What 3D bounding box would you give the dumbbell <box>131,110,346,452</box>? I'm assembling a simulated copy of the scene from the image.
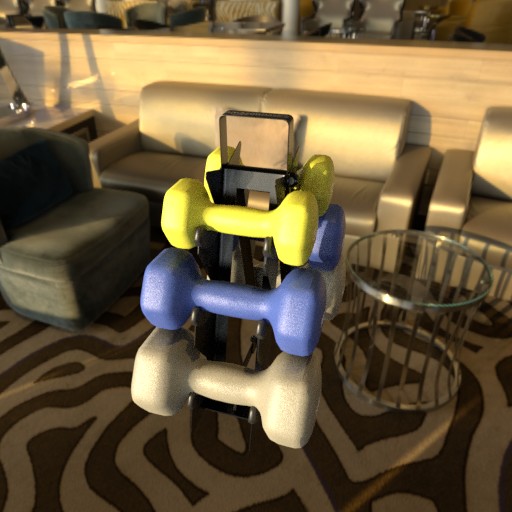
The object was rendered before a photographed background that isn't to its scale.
[{"bbox_3d":[0.000,0.000,0.681,0.261,0.426,0.416,9,33,14],"label":"dumbbell"}]
